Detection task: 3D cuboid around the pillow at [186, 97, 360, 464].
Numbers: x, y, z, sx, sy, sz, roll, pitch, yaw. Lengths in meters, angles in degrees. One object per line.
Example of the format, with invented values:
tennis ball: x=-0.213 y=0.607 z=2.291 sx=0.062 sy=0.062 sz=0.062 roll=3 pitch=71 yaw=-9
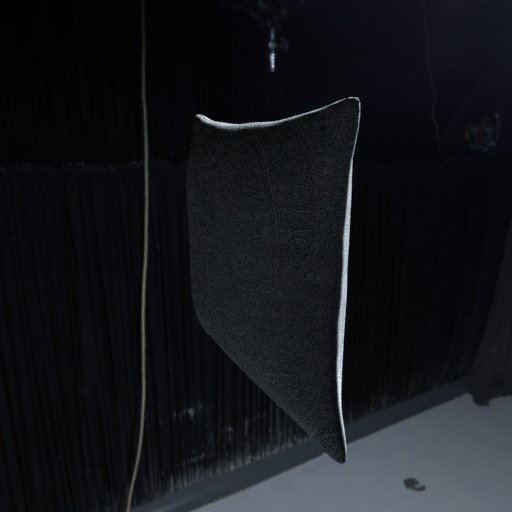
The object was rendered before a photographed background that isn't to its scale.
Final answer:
pillow: x=0.000 y=0.000 z=0.799 sx=0.166 sy=0.507 sz=0.526 roll=-8 pitch=17 yaw=-27
